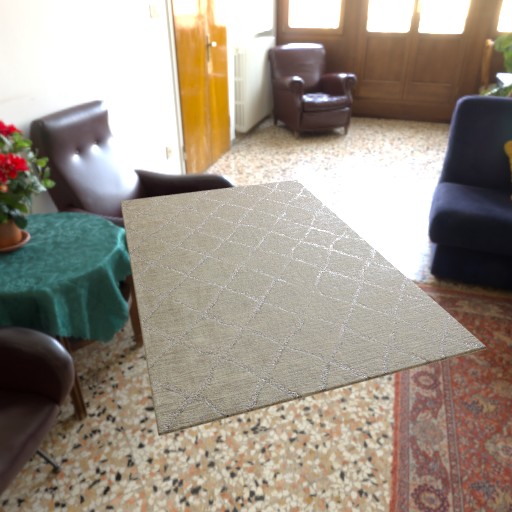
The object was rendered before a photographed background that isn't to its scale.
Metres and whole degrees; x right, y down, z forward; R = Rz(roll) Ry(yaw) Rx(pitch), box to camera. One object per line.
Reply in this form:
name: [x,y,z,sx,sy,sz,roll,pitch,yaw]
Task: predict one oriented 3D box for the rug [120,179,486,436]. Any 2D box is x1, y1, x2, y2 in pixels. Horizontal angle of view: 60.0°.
rug: [0.000,0.000,2.800,1.521,0.015,2.280,-10,32,-16]
